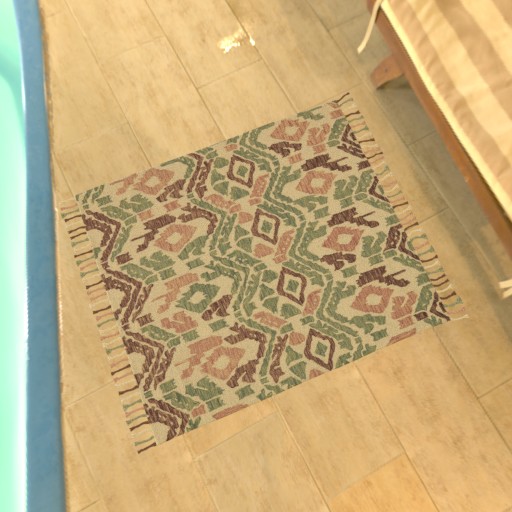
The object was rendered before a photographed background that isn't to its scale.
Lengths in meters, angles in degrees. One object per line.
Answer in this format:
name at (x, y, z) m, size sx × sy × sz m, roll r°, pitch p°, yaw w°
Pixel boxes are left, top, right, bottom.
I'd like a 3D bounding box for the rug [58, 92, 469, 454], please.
rug at (0.000, 0.000, 4.005) m, size 3.048 × 0.010 × 2.438 m, roll -22°, pitch 76°, yaw -6°
